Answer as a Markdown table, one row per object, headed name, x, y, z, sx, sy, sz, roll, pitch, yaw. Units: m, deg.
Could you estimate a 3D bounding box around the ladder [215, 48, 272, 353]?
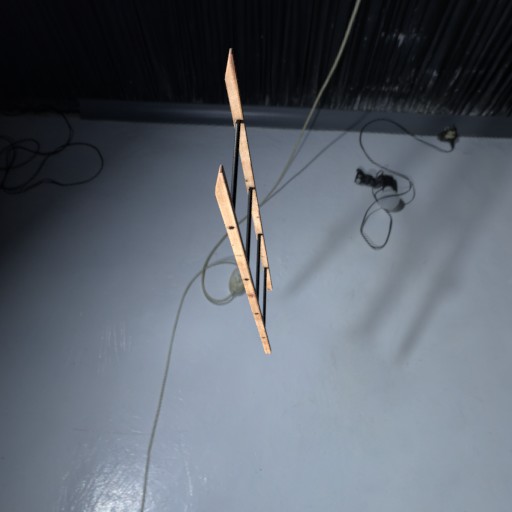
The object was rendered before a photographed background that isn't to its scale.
| name | x | y | z | sx | sy | sz | roll | pitch | yaw |
| --- | --- | --- | --- | --- | --- | --- | --- | --- | --- |
| ladder | 0.000 | 0.000 | 1.982 | 0.200 | 1.805 | 0.442 | 2 | 64 | 1 |
